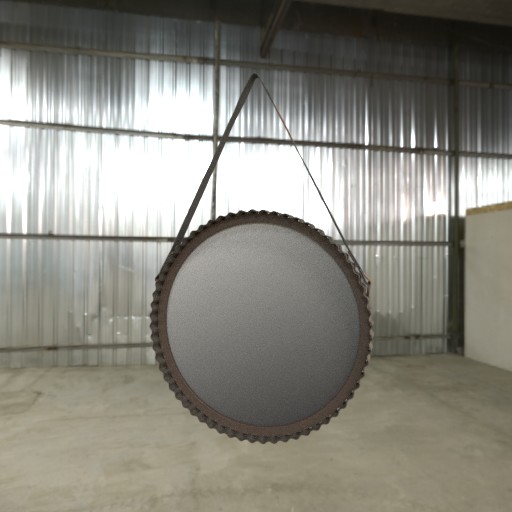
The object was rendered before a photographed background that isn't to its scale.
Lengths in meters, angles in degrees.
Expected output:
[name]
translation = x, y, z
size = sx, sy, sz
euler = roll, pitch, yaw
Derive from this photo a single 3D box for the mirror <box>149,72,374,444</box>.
[mirror]
translation = 0.000, 0.000, 0.692
size = 0.355, 0.568, 0.042
euler = 0, 0, 18
